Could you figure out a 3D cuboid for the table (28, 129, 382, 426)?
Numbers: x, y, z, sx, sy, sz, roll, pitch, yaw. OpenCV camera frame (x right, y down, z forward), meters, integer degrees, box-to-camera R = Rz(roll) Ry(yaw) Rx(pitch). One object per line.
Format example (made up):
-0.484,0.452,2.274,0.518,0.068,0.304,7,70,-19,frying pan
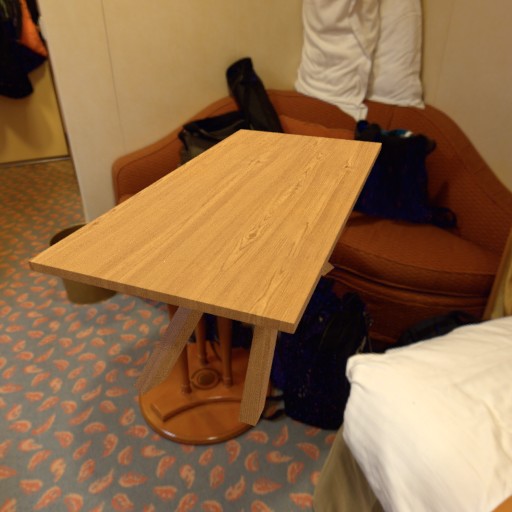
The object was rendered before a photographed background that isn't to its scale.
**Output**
0.000,0.000,2.213,0.901,0.750,1.797,11,32,18,table
